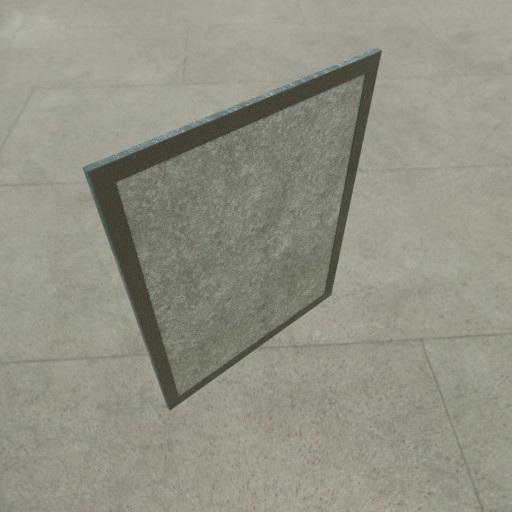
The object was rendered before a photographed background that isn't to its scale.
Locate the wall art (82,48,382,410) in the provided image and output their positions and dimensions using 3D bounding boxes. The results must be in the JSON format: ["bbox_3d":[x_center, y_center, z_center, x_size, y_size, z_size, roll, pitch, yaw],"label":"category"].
[{"bbox_3d":[0.000,0.000,1.288,0.767,0.983,0.030,-31,55,-25],"label":"wall art"}]
